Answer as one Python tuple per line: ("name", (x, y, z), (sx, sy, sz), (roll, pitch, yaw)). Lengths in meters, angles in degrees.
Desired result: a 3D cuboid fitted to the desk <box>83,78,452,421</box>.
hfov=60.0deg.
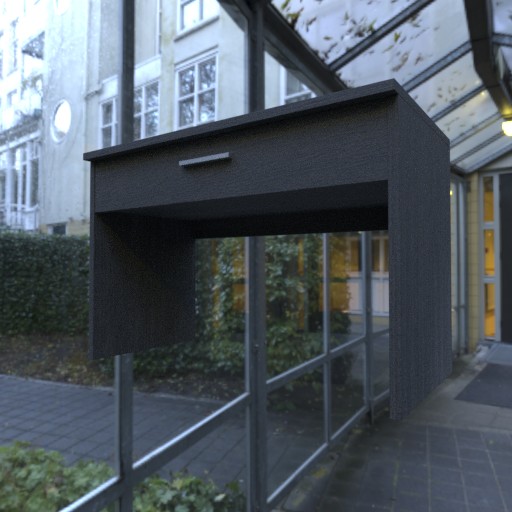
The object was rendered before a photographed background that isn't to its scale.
("desk", (0.000, 0.000, 1.472), (1.099, 0.729, 0.557), (-1, -2, 35))
